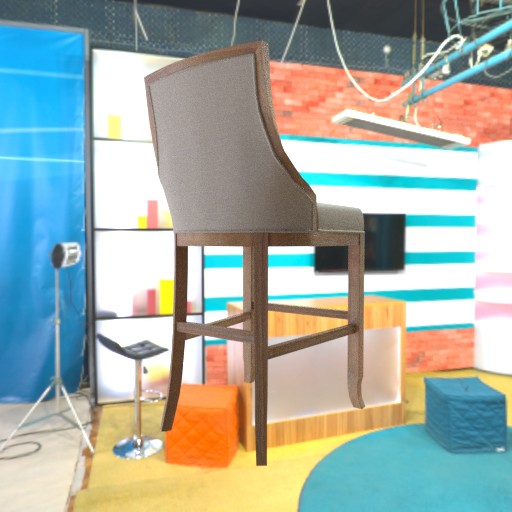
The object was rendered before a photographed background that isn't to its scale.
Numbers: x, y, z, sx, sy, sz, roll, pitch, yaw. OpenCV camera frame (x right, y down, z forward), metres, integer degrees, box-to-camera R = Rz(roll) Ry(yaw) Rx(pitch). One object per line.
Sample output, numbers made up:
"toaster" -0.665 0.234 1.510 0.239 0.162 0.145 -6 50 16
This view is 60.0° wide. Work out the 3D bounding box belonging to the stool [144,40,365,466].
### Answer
"stool" 0.000 0.000 1.471 0.524 1.101 0.626 1 3 35
